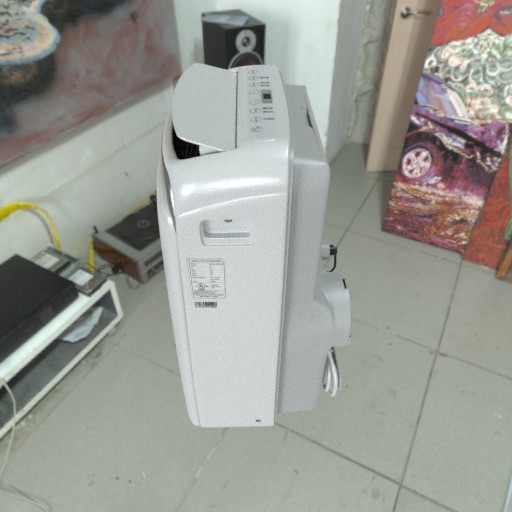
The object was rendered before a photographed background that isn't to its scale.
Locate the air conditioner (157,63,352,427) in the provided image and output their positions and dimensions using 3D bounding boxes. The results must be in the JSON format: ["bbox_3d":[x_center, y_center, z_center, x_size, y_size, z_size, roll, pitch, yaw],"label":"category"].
[{"bbox_3d":[0.000,0.000,1.045,0.414,0.786,0.449,-1,41,-1],"label":"air conditioner"}]
